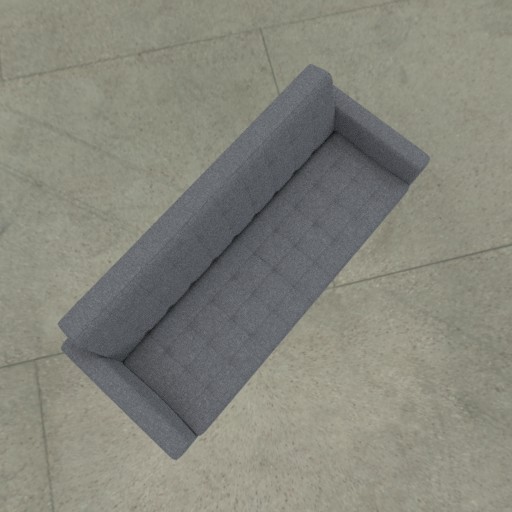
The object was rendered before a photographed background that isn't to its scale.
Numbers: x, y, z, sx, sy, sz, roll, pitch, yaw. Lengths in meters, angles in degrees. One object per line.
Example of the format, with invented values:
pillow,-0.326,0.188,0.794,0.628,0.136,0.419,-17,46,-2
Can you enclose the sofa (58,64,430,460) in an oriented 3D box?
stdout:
sofa,0.000,0.000,2.437,0.810,0.850,2.040,40,79,9
